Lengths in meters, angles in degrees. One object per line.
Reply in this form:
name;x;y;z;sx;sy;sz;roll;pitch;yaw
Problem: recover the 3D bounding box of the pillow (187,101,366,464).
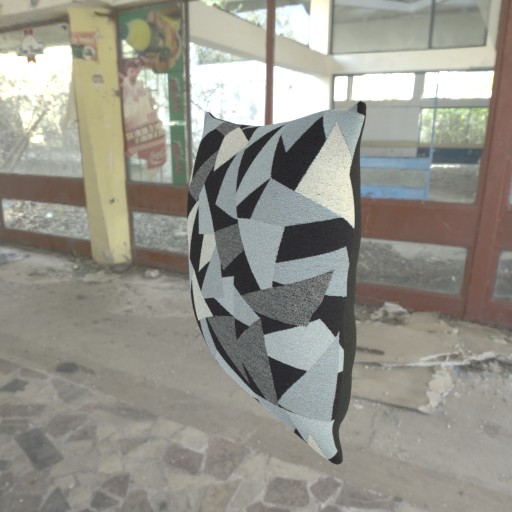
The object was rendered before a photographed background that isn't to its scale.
pillow;0.000;0.000;0.771;0.208;0.496;0.503;-8;17;-26
